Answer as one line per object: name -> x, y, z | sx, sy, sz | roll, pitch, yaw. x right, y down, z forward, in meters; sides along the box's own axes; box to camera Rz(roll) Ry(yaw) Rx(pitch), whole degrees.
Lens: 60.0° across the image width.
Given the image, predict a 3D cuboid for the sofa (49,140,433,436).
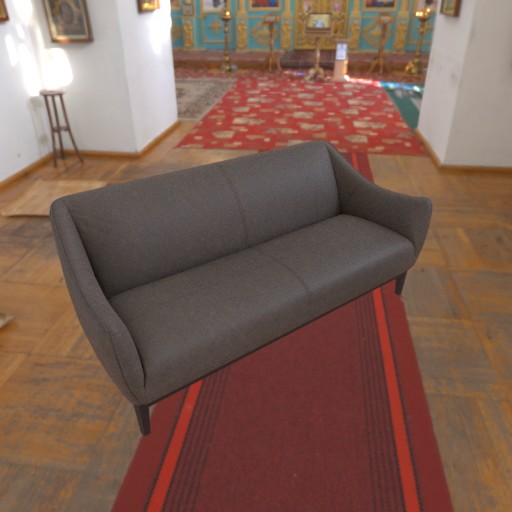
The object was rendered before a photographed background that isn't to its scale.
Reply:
sofa -> 0.000, 0.000, 2.389 | 1.928, 0.831, 0.869 | -21, 35, -32
